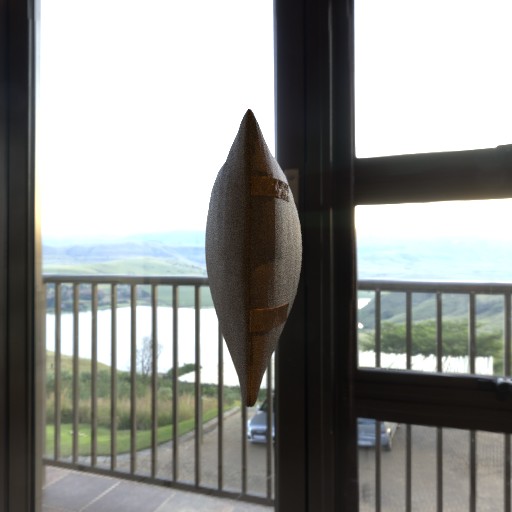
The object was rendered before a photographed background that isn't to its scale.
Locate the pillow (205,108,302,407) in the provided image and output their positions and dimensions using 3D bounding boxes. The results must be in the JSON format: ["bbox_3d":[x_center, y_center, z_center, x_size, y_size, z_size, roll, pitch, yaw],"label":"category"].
[{"bbox_3d":[0.000,0.000,0.746,0.148,0.308,0.612,0,-1,1],"label":"pillow"}]
